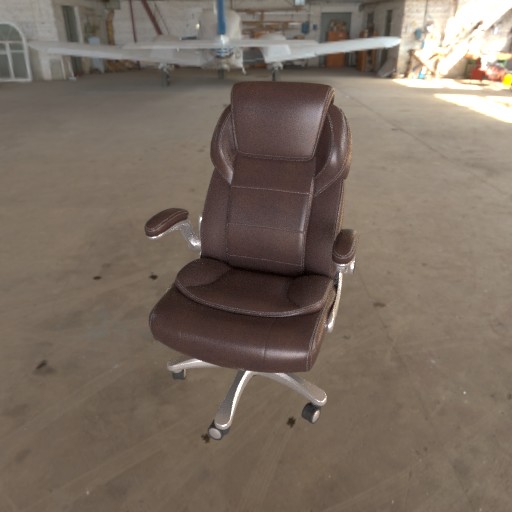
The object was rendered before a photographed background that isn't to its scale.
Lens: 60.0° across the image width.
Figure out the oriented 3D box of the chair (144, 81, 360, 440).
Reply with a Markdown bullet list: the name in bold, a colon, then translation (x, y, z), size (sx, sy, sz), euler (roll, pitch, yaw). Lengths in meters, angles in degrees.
- **chair**: translation (0.000, 0.000, 1.654), size (0.733, 1.160, 0.774), euler (8, 28, 16)
